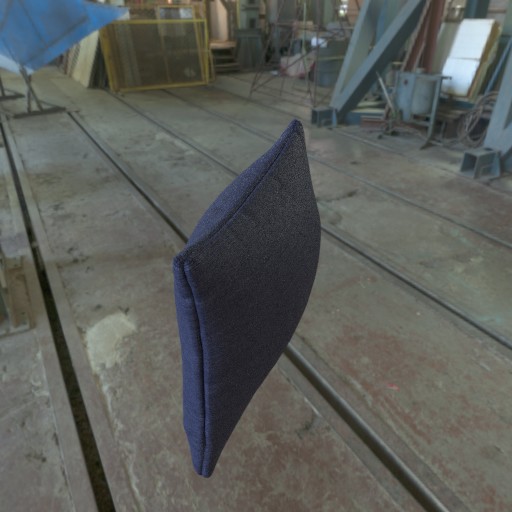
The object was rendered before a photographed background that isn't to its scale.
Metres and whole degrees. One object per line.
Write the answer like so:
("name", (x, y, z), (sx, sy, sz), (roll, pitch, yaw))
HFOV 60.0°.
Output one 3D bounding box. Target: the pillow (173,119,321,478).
("pillow", (0.000, 0.000, 0.777), (0.210, 0.338, 0.633), (8, 31, 13))
